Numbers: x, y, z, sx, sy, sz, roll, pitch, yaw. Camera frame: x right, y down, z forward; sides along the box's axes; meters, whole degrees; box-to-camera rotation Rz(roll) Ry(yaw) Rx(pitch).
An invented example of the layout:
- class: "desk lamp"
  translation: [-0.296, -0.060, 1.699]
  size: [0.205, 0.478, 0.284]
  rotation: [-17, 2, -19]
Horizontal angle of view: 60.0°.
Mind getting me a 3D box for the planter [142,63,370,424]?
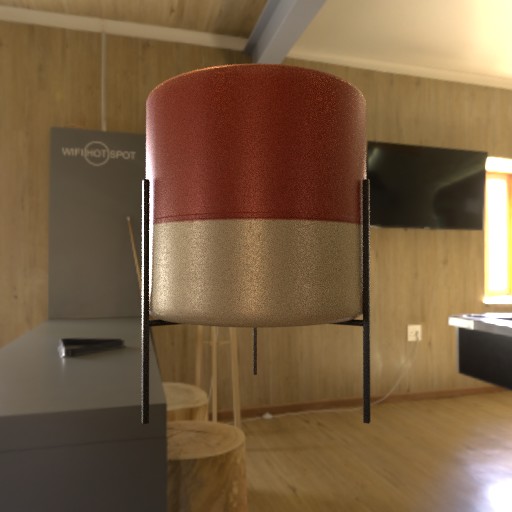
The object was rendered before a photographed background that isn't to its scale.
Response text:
- class: "planter"
  translation: [0.000, 0.000, 0.710]
  size: [0.345, 0.465, 0.354]
  rotation: [0, -1, 0]
